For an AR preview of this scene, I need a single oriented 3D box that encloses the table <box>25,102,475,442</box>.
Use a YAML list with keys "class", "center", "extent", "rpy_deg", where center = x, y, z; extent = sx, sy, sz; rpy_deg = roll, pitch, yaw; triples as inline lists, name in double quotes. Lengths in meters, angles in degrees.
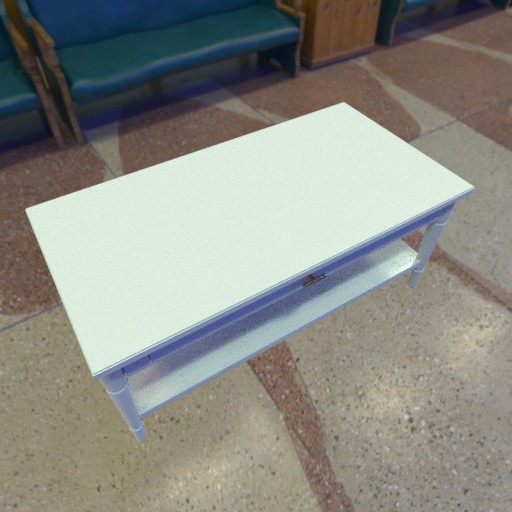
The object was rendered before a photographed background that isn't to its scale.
- class: "table"
  center: [0.000, 0.000, 1.346]
  extent: [1.067, 0.457, 0.559]
  rpy_deg: [-24, 51, -21]
